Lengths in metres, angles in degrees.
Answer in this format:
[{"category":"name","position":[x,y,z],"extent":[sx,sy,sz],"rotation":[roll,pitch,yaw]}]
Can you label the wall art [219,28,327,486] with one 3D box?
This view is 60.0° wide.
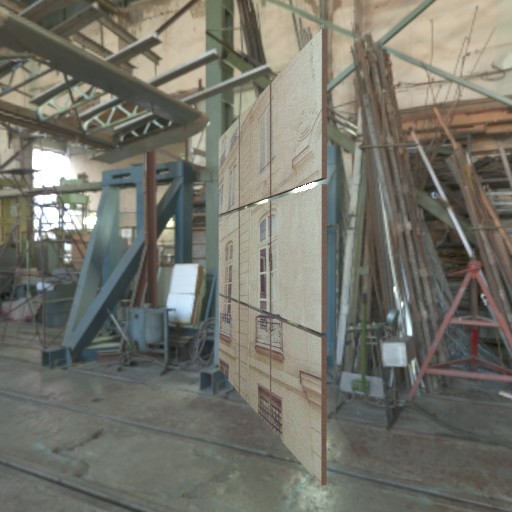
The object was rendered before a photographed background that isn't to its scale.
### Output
[{"category":"wall art","position":[0.000,0.000,1.764],"extent":[0.024,1.218,1.221],"rotation":[0,1,-18]}]
